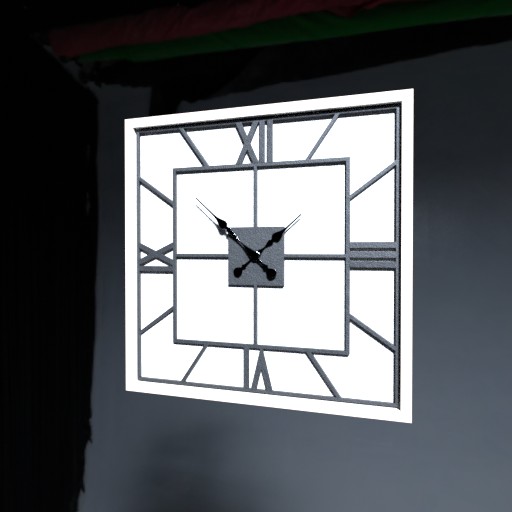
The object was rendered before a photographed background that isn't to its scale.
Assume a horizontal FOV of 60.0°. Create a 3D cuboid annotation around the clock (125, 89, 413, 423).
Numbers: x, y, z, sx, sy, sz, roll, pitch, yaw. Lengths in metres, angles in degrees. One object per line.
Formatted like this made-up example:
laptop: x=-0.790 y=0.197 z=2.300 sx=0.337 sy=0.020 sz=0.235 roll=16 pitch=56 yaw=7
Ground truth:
clock: x=0.000 y=0.000 z=1.059 sx=0.705 sy=0.705 sz=0.032 roll=0 pitch=1 yaw=18
